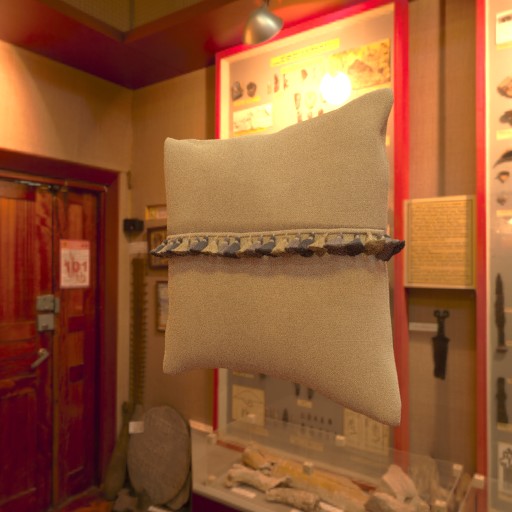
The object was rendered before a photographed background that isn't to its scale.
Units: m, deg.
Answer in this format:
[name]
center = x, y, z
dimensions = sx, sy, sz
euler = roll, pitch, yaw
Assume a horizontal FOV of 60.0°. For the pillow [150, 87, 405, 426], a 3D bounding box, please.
[pillow]
center = 0.000, 0.000, 0.747
dimensions = 0.489, 0.481, 0.165
euler = 0, 0, 36
